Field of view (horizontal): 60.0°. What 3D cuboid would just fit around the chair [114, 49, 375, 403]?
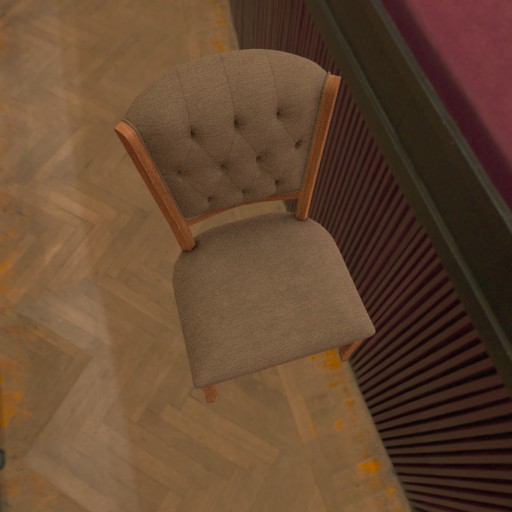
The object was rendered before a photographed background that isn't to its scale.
[{"bbox_3d":[0.000,0.000,1.235,0.513,0.905,0.584,-15,66,-7],"label":"chair"}]
